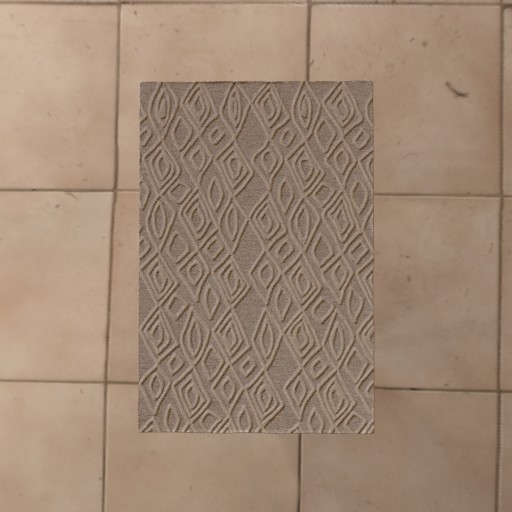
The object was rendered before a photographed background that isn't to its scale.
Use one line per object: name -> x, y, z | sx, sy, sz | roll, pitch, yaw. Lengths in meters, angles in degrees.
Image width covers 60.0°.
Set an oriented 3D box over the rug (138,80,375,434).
rug -> 0.000, 0.000, 2.302 | 1.224, 0.016, 1.832 | 0, 89, 1
